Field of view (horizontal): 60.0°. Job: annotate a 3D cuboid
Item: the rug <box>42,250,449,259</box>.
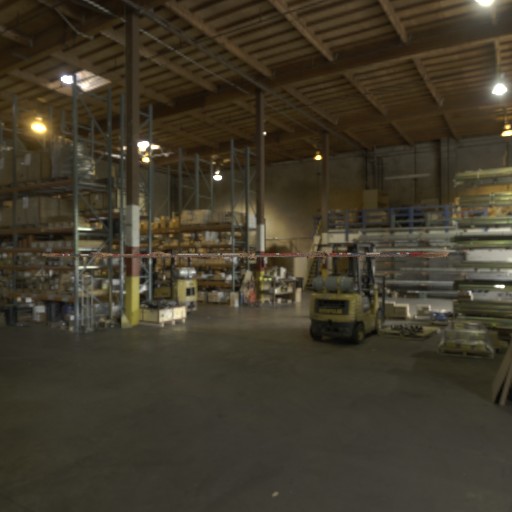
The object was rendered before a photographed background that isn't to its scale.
[{"bbox_3d":[0.000,0.000,3.193,2.450,0.048,1.778,0,-1,18],"label":"rug"}]
